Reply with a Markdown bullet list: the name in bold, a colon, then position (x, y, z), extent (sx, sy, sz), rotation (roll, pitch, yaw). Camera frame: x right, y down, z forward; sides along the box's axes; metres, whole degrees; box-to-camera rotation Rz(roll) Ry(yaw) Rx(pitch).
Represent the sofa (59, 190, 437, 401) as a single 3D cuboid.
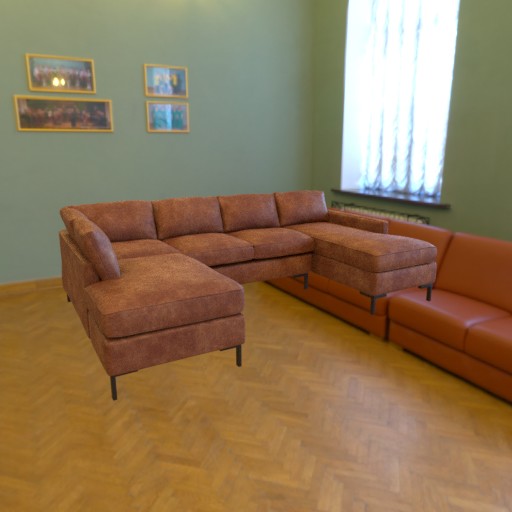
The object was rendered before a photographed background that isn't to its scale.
- **sofa**: position (0.000, 0.000, 3.837), extent (2.956, 0.900, 1.939), rotation (-8, 16, -29)
